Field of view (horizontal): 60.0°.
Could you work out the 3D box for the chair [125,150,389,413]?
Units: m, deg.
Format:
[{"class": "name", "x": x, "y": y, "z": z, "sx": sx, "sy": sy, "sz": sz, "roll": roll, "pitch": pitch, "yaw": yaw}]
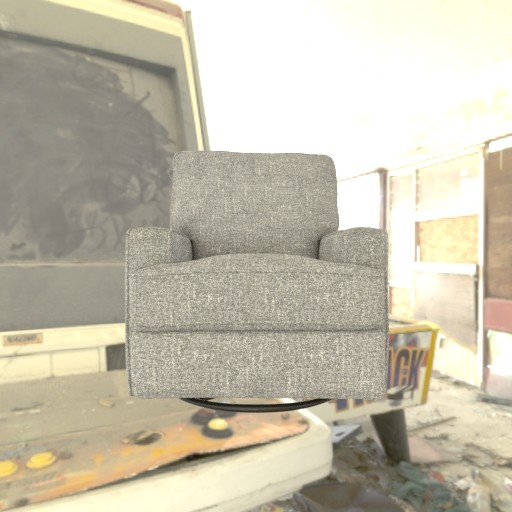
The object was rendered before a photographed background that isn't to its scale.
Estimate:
[{"class": "chair", "x": 0.000, "y": 0.000, "z": 1.754, "sx": 0.861, "sy": 0.962, "sz": 0.964, "roll": 0, "pitch": 0, "yaw": -1}]
